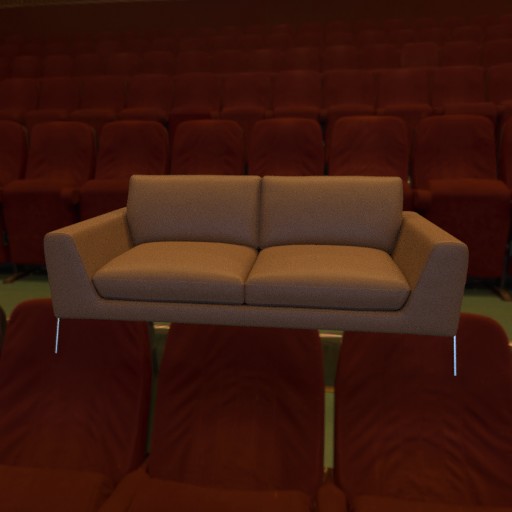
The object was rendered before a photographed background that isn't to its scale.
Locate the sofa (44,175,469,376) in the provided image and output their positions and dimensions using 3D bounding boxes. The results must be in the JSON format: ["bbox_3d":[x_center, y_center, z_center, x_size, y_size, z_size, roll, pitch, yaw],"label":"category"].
[{"bbox_3d":[0.000,0.000,2.537,2.017,0.875,0.953,2,14,7],"label":"sofa"}]
